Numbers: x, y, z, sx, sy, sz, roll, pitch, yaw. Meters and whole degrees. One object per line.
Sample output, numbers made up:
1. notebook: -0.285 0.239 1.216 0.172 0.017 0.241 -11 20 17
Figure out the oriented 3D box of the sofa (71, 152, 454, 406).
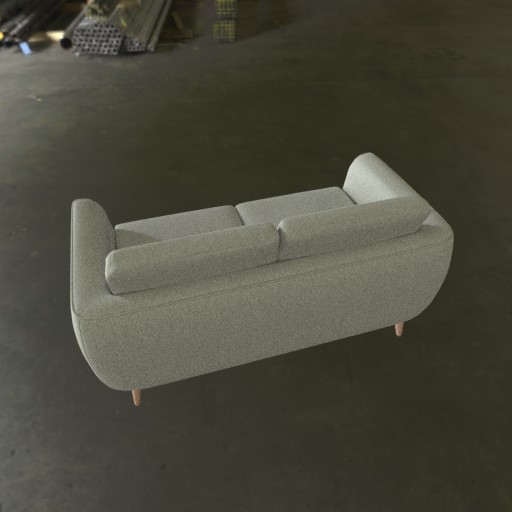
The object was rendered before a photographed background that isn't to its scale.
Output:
1. sofa: 0.000 0.000 2.223 1.700 0.850 0.920 -12 43 -13
